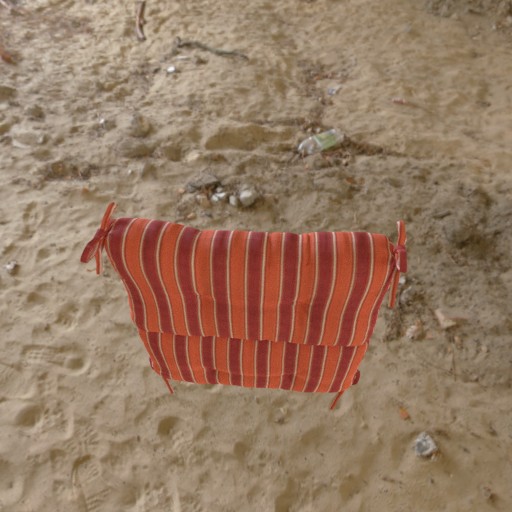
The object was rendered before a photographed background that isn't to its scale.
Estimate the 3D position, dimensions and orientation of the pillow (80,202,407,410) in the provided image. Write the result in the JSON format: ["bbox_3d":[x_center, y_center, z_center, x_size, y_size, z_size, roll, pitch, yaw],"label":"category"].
[{"bbox_3d":[0.000,0.000,1.025,0.519,0.605,0.571,4,46,3],"label":"pillow"}]
